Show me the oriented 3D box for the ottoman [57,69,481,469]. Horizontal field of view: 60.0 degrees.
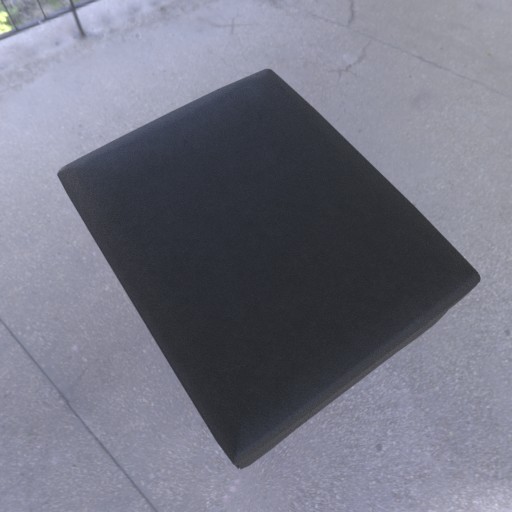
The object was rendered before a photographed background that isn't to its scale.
[{"bbox_3d":[0.000,0.000,1.729,0.967,0.696,1.187,-32,67,-15],"label":"ottoman"}]
